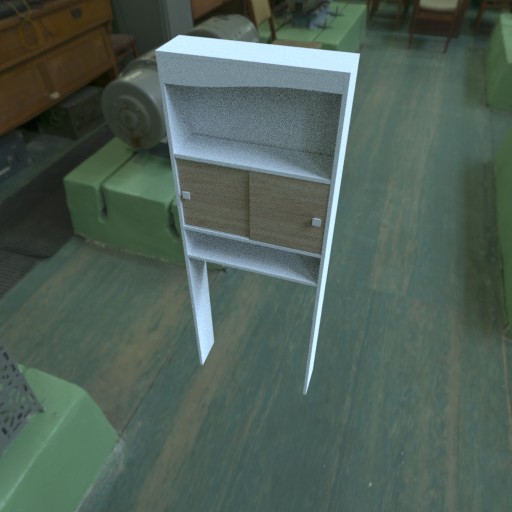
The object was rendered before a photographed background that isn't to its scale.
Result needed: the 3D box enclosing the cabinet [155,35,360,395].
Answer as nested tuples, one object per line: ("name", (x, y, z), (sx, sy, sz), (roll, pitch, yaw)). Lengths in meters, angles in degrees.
("cabinet", (0.000, 0.000, 2.027), (0.643, 1.770, 0.192), (13, 43, 14))
